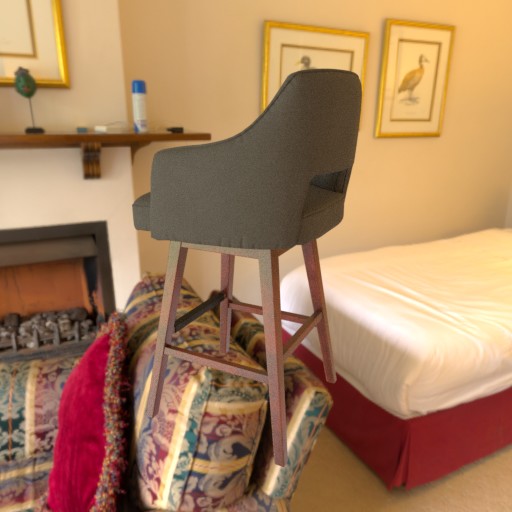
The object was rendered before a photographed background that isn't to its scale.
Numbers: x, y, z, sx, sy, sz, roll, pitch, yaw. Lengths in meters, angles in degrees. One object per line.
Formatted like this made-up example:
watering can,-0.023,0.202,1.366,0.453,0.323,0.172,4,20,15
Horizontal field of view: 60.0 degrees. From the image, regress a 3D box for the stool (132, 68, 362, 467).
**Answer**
stool,0.000,0.000,1.340,0.558,1.012,0.548,9,19,26
